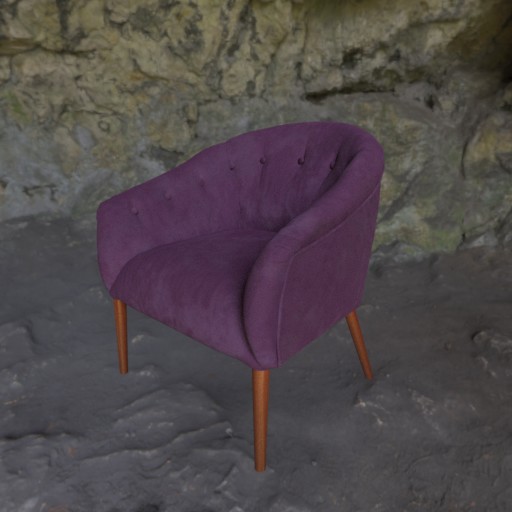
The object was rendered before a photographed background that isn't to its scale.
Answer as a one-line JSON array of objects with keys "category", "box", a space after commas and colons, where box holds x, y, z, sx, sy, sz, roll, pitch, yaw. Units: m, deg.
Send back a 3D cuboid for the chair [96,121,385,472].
[{"category": "chair", "box": [0.000, 0.000, 1.509, 0.851, 0.885, 0.776, 15, 22, 42]}]
